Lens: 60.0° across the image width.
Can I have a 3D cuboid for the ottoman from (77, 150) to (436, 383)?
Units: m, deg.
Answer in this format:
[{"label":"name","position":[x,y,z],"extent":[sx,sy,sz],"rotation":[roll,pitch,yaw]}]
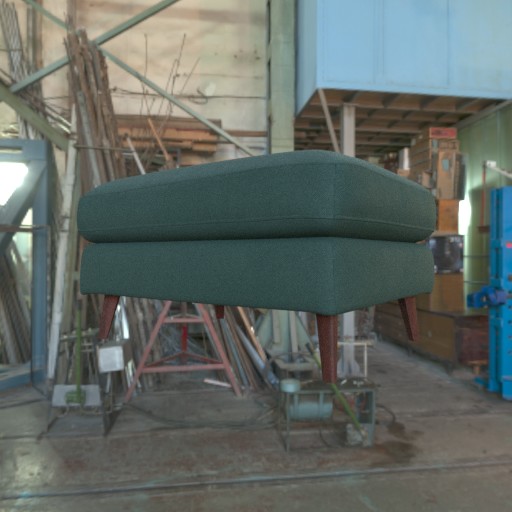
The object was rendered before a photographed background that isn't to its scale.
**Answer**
[{"label":"ottoman","position":[0.000,0.000,1.195],"extent":[0.811,0.449,0.608],"rotation":[0,0,37]}]
